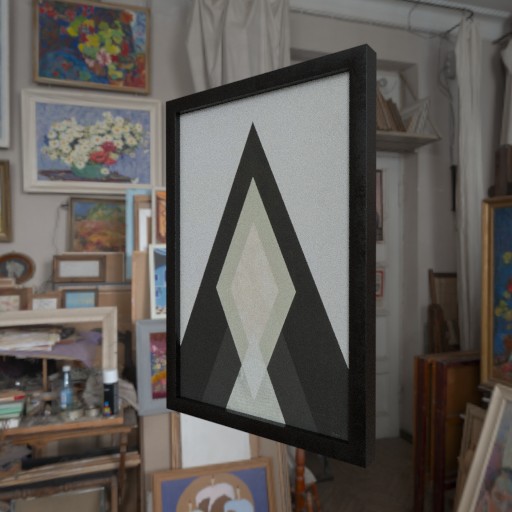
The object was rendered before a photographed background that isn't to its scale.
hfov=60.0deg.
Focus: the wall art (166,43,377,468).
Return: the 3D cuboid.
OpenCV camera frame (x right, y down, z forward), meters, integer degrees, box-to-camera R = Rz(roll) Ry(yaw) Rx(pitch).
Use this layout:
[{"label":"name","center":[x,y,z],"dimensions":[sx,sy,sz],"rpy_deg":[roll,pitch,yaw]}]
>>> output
[{"label":"wall art","center":[0.000,0.000,0.579],"dimensions":[0.313,0.457,0.031],"rpy_deg":[0,1,36]}]
